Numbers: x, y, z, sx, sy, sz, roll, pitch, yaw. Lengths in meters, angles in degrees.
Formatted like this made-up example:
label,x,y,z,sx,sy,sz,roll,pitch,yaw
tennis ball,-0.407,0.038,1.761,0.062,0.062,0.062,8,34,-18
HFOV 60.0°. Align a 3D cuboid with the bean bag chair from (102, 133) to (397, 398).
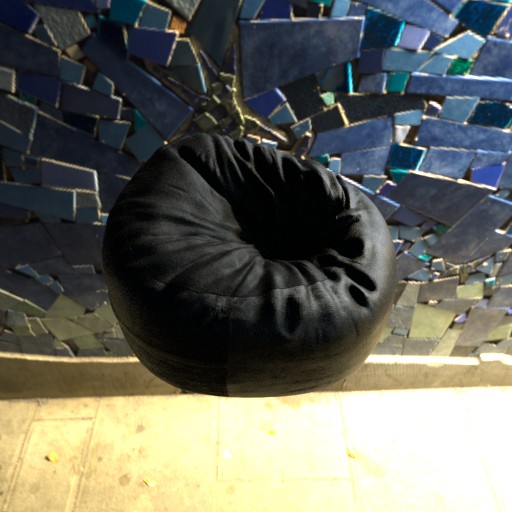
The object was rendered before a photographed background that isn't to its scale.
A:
label,x,y,z,sx,sy,sz,roll,pitch,yaw
bean bag chair,0.000,0.000,2.448,1.524,0.878,1.524,10,46,10
